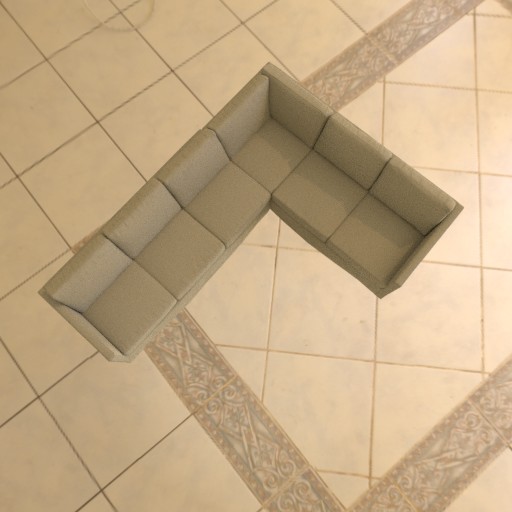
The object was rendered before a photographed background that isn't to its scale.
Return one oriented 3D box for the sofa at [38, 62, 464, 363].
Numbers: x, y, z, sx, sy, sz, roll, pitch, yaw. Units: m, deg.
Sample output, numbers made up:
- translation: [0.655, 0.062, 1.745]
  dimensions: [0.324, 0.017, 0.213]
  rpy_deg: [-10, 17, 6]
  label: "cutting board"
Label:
- translation: [0.000, 0.000, 4.278]
  dimensions: [2.432, 0.871, 3.182]
  rpy_deg: [40, 80, 9]
  label: "sofa"
